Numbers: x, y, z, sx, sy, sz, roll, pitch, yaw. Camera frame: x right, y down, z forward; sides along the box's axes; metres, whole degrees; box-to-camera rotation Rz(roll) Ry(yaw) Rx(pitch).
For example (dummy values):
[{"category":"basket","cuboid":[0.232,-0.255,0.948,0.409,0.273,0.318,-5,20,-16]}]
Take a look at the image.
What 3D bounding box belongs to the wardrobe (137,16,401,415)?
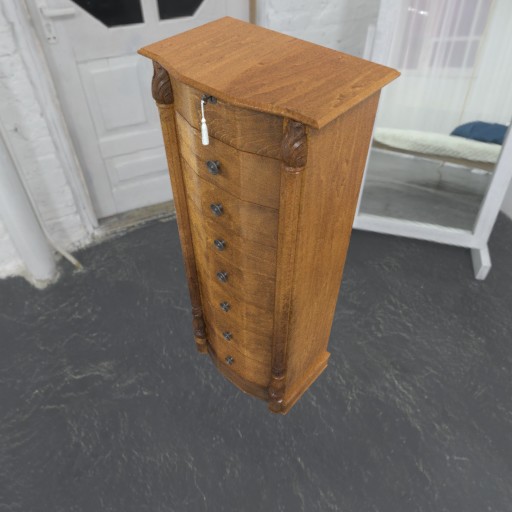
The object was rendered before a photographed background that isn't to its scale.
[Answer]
[{"category":"wardrobe","cuboid":[0.000,0.000,1.104,0.406,0.959,0.273,32,54,27]}]
